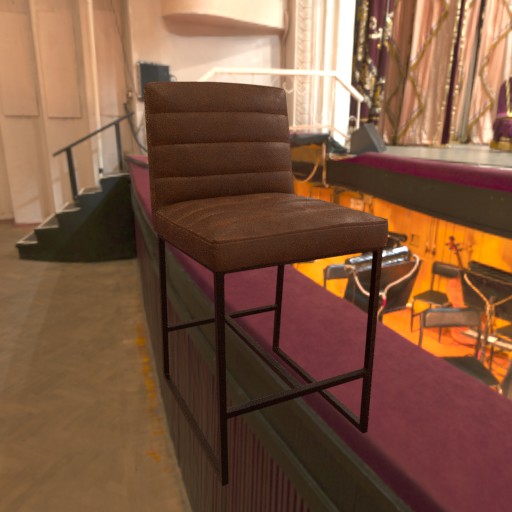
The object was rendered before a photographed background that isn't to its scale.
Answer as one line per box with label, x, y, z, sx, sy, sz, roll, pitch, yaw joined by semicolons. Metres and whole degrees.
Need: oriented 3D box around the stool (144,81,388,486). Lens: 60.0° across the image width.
stool;0.000;0.000;1.232;0.463;0.942;0.562;-8;18;-25
